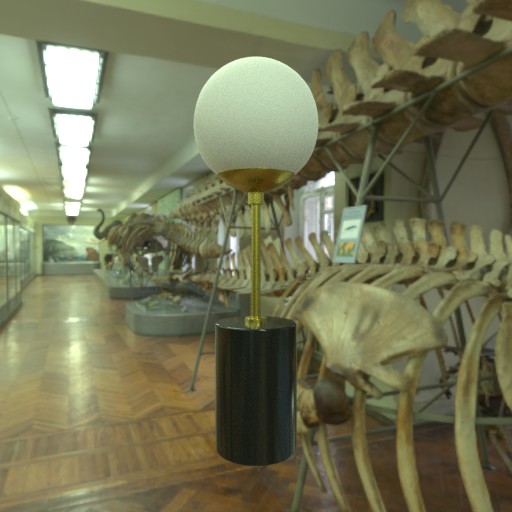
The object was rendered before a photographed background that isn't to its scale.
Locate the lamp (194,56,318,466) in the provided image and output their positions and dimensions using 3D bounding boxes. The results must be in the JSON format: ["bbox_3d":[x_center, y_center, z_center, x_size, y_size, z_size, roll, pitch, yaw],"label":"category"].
[{"bbox_3d":[0.000,0.000,0.554,0.153,0.480,0.153,0,1,0],"label":"lamp"}]
